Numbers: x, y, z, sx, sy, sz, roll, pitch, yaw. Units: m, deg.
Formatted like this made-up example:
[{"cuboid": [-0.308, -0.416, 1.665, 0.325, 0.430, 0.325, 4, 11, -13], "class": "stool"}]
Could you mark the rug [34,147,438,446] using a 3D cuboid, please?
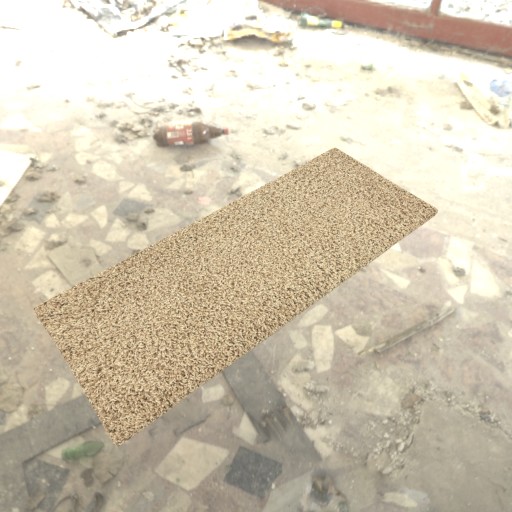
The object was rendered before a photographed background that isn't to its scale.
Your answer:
[{"cuboid": [0.000, 0.000, 1.720, 1.524, 0.030, 0.609, -32, 55, -25], "class": "rug"}]
